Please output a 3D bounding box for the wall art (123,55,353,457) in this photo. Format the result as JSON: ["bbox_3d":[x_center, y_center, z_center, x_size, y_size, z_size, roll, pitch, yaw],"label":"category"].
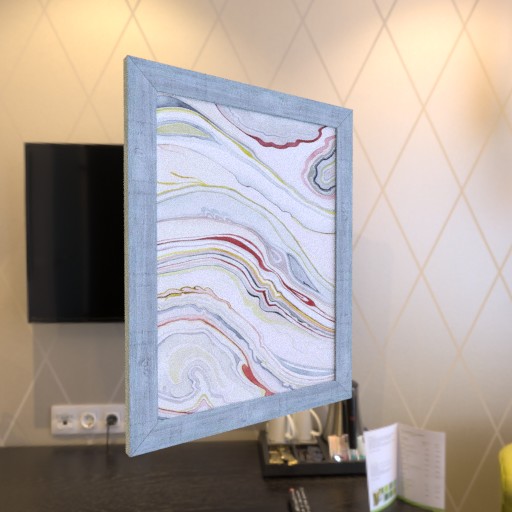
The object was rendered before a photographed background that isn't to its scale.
[{"bbox_3d":[0.000,0.000,0.817,0.481,0.613,0.020,-1,1,-34],"label":"wall art"}]
